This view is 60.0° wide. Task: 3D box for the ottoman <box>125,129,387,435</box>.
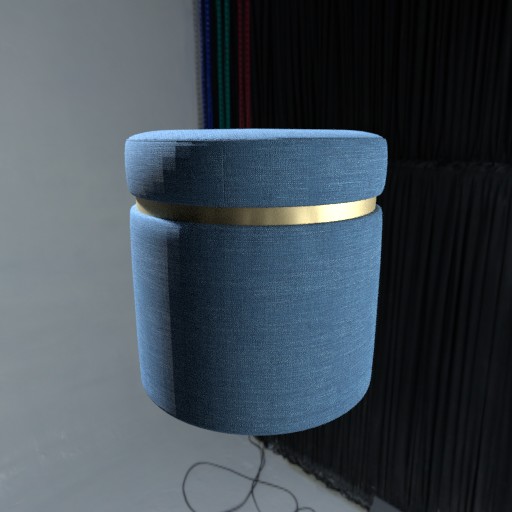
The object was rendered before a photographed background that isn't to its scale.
[{"bbox_3d":[0.000,0.000,0.736,0.398,0.406,0.398,0,15,0],"label":"ottoman"}]
